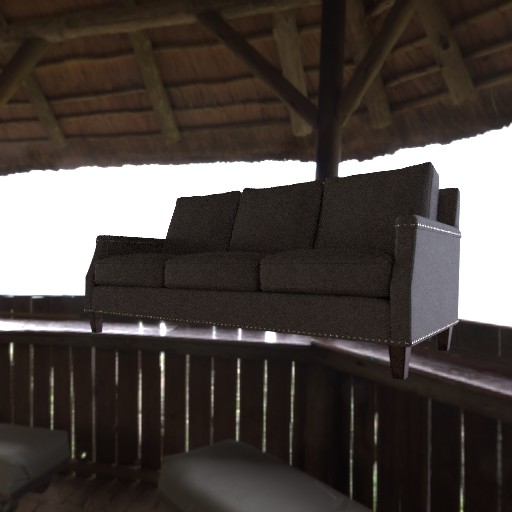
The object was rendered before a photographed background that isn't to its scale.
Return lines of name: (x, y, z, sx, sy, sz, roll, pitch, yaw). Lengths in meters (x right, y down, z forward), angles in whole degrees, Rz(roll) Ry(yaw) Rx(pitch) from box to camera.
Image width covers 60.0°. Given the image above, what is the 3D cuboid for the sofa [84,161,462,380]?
sofa: (0.000, 0.000, 2.794, 2.226, 1.042, 1.034, -1, -1, 36)
